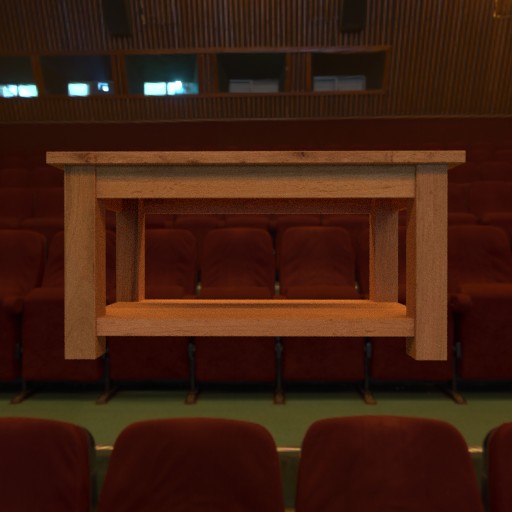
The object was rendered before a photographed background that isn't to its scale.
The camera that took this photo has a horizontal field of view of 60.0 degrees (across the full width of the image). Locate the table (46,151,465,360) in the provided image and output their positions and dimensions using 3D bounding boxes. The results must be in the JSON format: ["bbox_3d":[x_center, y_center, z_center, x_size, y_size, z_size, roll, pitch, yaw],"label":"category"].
[{"bbox_3d":[0.000,0.000,1.177,0.899,0.452,0.450,0,0,1],"label":"table"}]
